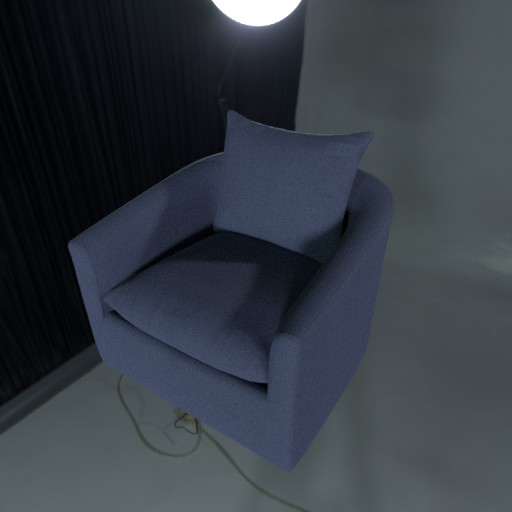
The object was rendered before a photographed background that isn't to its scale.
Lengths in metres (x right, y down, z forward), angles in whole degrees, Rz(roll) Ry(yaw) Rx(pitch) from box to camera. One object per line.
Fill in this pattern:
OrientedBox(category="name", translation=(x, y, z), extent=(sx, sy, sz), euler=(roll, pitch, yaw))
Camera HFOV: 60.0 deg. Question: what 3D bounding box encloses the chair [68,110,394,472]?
OrientedBox(category="chair", translation=(0.000, 0.000, 1.586), extent=(0.845, 0.848, 0.910), euler=(19, 37, 28))
